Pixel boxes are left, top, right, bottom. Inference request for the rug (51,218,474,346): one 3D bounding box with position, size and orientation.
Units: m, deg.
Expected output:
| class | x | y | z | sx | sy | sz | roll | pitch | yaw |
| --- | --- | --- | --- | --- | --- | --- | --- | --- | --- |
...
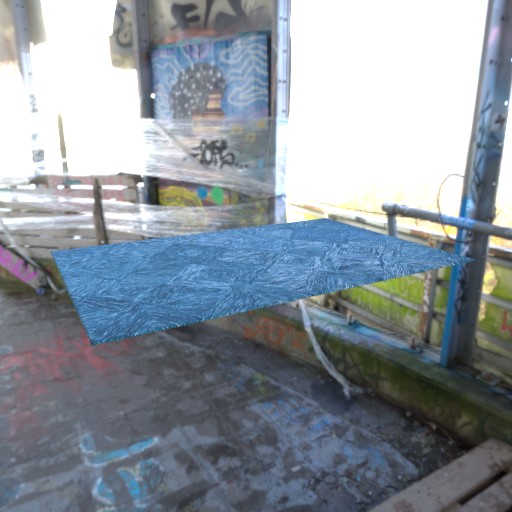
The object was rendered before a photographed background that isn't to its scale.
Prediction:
| class | x | y | z | sx | sy | sz | roll | pitch | yaw |
| --- | --- | --- | --- | --- | --- | --- | --- | --- | --- |
| rug | 0.000 | 0.000 | 2.843 | 2.277 | 0.015 | 1.490 | -9 | 19 | -28 |
